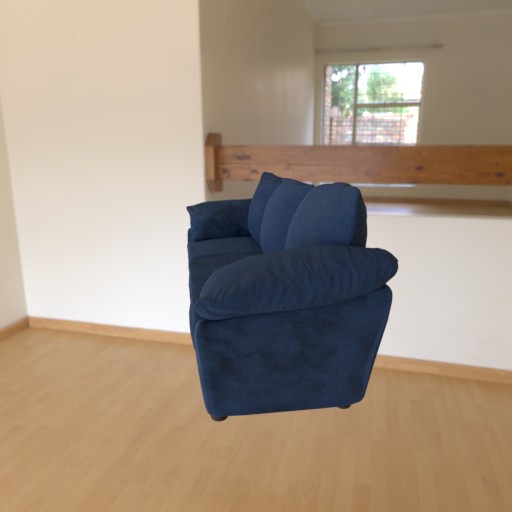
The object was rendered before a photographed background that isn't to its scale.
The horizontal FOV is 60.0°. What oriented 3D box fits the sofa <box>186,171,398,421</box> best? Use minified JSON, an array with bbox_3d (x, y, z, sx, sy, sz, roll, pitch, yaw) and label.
[{"bbox_3d":[0.000,0.000,2.923,0.907,1.091,2.390,-2,14,-9],"label":"sofa"}]
